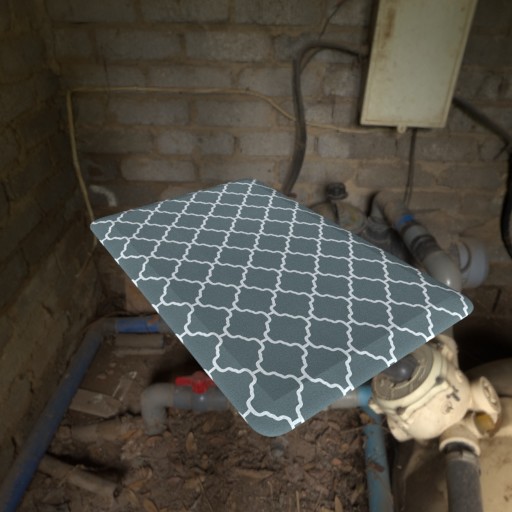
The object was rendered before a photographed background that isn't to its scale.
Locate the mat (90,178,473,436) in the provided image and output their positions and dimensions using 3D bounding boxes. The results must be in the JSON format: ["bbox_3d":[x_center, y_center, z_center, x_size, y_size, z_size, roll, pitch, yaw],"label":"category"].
[{"bbox_3d":[0.000,0.000,0.973,0.508,0.021,0.762,-21,38,-29],"label":"mat"}]
